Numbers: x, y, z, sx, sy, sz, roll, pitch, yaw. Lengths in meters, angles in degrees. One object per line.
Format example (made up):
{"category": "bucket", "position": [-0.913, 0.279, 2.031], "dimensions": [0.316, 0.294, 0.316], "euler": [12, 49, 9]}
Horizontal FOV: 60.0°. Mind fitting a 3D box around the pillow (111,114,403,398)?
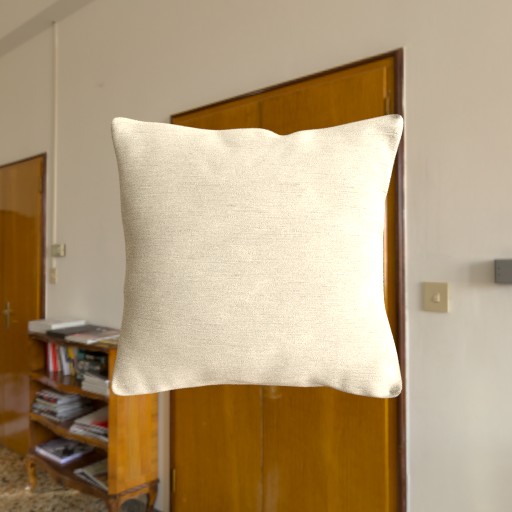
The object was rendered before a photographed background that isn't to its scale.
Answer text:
{"category": "pillow", "position": [0.000, 0.000, 0.661], "dimensions": [0.437, 0.420, 0.162], "euler": [0, -1, 1]}
